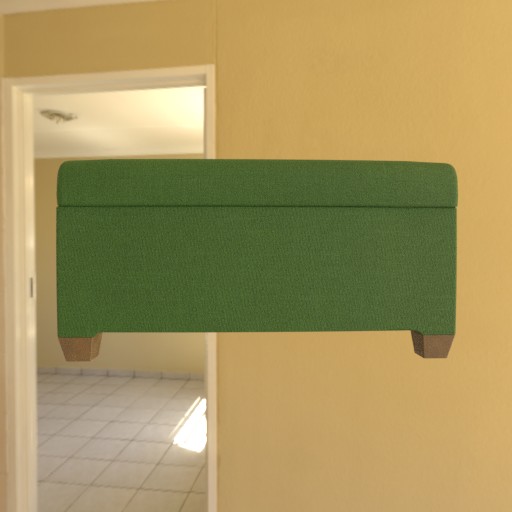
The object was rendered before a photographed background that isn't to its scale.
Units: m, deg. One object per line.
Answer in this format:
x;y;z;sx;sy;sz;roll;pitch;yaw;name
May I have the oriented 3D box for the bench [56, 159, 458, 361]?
0.000;0.000;1.287;0.989;0.501;0.505;0;1;-2;bench
